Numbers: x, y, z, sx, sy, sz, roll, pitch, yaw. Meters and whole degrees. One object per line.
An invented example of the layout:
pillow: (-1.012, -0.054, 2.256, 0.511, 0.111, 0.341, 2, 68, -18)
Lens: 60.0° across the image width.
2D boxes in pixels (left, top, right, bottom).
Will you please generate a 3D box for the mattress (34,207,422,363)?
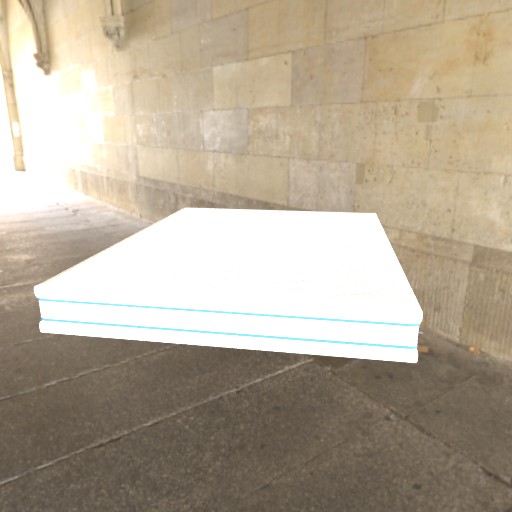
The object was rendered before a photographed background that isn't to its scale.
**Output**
mattress: (0.000, 0.000, 2.745, 1.600, 0.230, 2.000, 3, 16, 9)
